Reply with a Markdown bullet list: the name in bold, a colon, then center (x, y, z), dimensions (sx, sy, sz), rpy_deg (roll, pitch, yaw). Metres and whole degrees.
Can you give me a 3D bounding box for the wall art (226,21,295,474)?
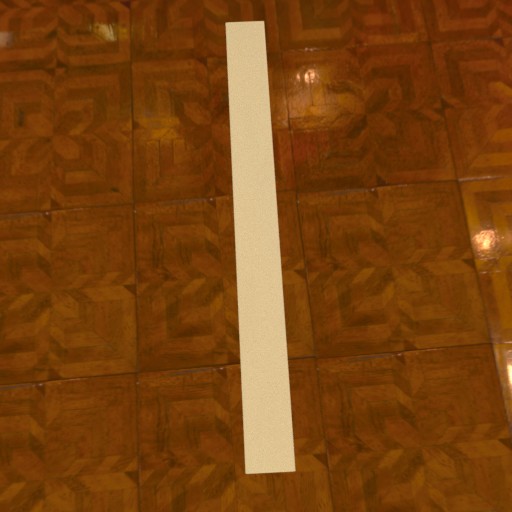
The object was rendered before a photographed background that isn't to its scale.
- **wall art**: center (0.000, 0.000, 0.486), dimensions (0.039, 0.254, 0.384), rpy_deg (-3, 76, -1)
